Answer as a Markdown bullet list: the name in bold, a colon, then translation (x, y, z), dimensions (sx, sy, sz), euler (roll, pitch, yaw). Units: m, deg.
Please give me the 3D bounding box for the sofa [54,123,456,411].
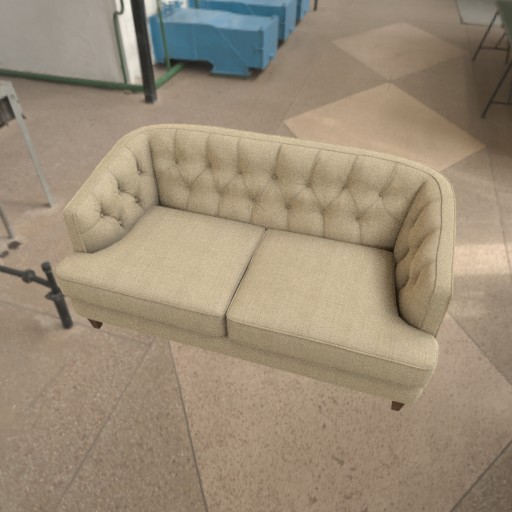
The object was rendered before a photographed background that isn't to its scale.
- **sofa**: translation (0.000, 0.000, 2.202), dimensions (1.733, 0.855, 0.941), euler (12, 43, 13)
